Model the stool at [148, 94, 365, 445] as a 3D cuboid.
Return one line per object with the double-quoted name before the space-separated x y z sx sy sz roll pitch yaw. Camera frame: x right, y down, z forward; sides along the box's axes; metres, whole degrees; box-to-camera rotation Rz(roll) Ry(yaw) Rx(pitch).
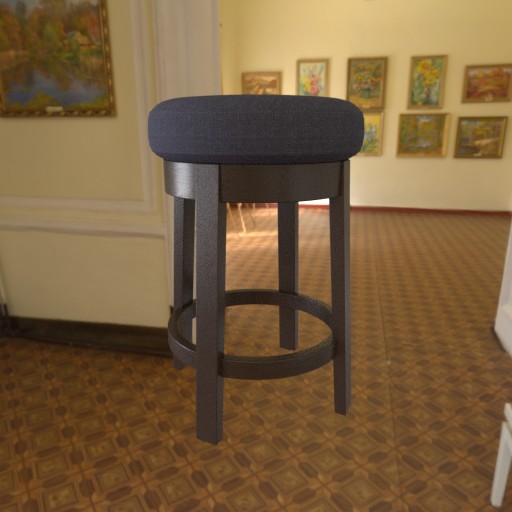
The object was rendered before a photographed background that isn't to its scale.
"stool" 0.000 0.000 0.975 0.449 0.655 0.449 0 16 0
